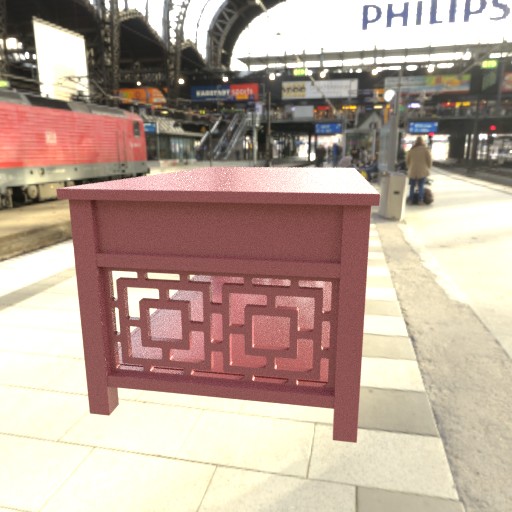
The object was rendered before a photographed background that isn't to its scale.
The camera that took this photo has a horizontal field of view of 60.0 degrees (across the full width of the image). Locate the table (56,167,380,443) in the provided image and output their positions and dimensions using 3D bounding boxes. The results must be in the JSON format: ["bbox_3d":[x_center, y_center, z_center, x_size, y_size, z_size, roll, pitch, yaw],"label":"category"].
[{"bbox_3d":[0.000,0.000,1.364,0.612,0.493,1.068,2,14,10],"label":"table"}]
